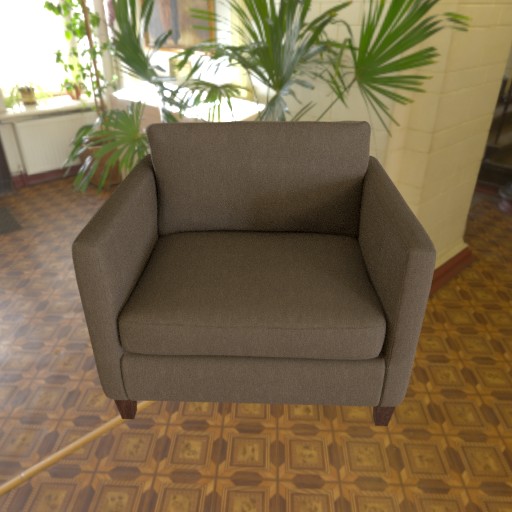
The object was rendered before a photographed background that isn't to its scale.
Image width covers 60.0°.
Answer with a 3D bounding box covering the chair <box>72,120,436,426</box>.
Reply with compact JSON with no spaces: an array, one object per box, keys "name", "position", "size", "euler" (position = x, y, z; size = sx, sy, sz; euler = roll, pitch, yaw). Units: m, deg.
[{"name":"chair","position":[0.000,0.000,1.795],"size":[1.107,0.963,0.959],"euler":[1,30,2]}]
